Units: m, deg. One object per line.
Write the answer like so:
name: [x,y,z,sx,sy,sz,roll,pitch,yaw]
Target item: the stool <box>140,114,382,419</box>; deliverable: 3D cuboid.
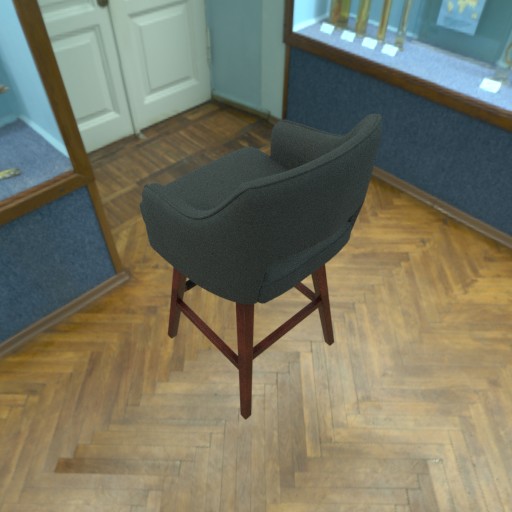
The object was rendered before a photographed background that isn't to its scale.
stool: [0.000,0.000,1.403,0.548,1.012,0.558,-33,55,-28]
